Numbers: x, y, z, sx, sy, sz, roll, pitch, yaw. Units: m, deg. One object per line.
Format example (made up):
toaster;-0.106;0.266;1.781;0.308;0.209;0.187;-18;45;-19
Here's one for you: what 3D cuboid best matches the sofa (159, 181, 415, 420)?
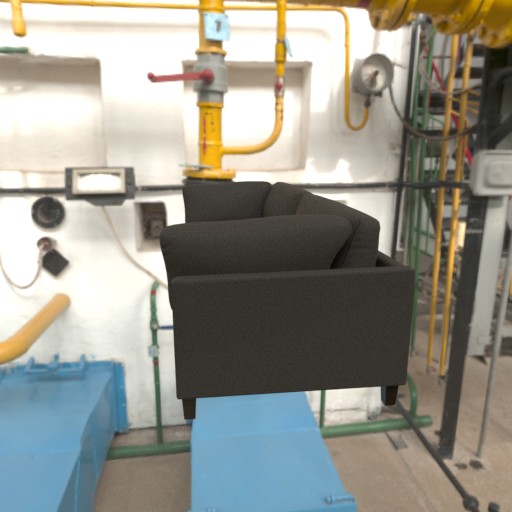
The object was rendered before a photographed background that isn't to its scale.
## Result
sofa;0.000;0.000;2.766;0.969;0.792;2.312;-2;14;-7
